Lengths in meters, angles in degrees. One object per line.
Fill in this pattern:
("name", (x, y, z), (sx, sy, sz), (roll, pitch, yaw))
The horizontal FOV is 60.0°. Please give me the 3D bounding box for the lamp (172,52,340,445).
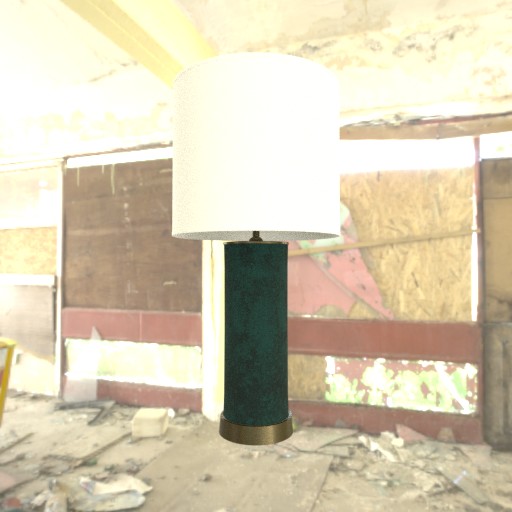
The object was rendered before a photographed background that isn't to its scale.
("lamp", (0.000, 0.000, 0.806), (0.301, 0.630, 0.301), (-1, -1, 38))
